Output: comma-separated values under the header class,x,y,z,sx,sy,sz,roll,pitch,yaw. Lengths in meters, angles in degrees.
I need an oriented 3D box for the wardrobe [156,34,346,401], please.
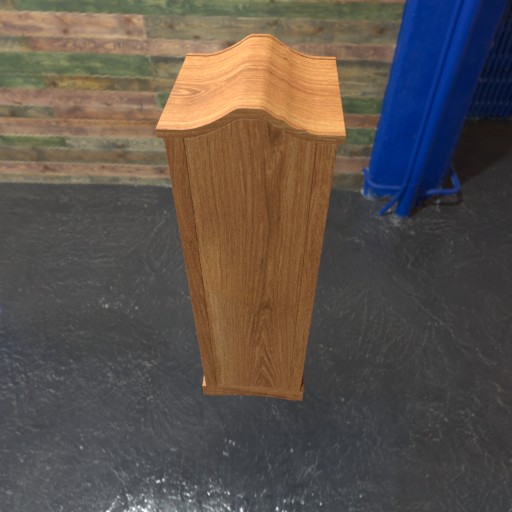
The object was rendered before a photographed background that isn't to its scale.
class,x,y,z,sx,sy,sz,roll,pitch,yaw
wardrobe,0.000,0.000,2.178,0.590,1.870,0.570,3,46,3
